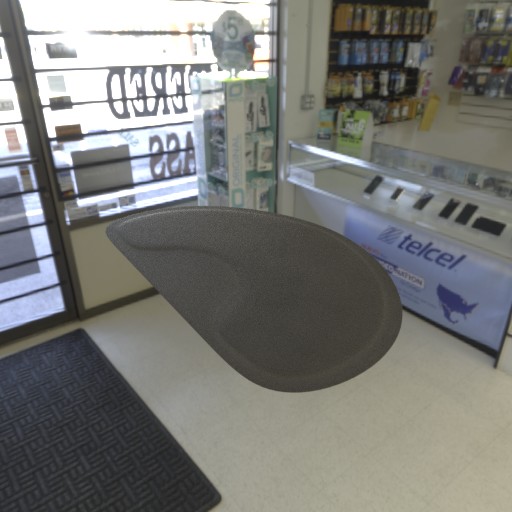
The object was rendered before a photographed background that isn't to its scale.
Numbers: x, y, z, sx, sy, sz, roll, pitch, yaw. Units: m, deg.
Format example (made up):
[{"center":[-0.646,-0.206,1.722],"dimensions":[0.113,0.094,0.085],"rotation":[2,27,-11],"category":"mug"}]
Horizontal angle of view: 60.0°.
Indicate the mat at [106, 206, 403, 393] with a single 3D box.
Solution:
[{"center":[0.000,0.000,1.866],"dimensions":[0.913,0.013,1.524],"rotation":[-17,31,-31],"category":"mat"}]
